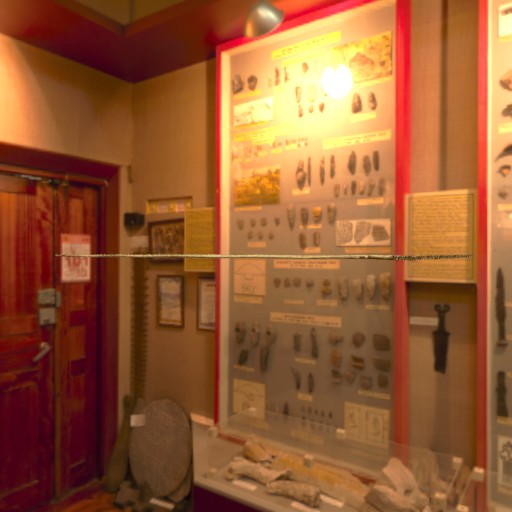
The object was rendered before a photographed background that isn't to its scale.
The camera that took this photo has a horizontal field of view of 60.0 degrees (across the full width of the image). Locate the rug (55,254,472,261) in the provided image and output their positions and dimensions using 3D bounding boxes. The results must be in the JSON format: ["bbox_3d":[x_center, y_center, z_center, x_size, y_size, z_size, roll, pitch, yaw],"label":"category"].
[{"bbox_3d":[0.000,0.000,3.012,2.431,0.025,1.530,0,1,36],"label":"rug"}]
